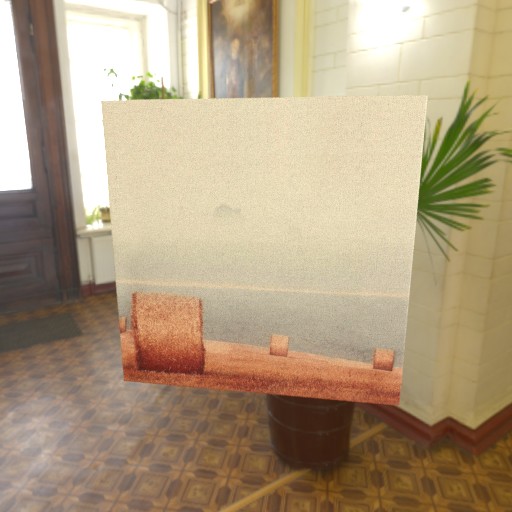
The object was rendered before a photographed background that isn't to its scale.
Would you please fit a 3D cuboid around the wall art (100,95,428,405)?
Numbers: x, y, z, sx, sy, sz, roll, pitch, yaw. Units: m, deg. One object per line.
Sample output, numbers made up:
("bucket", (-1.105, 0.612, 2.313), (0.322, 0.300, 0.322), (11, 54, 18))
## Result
("wall art", (0.000, 0.000, 0.603), (0.405, 0.405, 0.023), (2, 15, 9))
